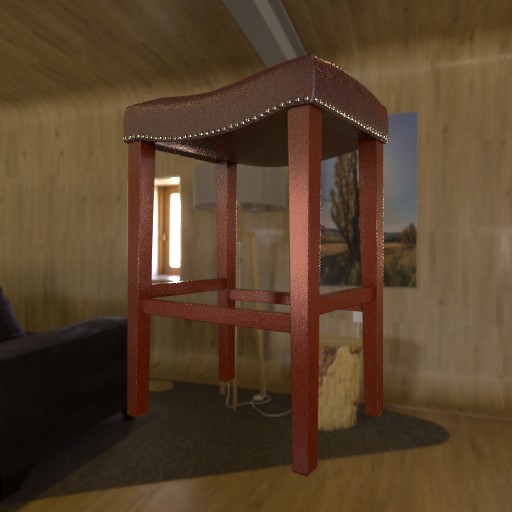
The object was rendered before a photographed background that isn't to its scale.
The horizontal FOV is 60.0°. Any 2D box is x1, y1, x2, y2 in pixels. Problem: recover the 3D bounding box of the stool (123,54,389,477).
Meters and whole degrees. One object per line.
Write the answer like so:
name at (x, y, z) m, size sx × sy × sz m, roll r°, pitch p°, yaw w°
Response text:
stool at (0.000, 0.000, 1.032) m, size 0.504 × 0.742 × 0.372 m, roll 1°, pitch 2°, yaw 36°
